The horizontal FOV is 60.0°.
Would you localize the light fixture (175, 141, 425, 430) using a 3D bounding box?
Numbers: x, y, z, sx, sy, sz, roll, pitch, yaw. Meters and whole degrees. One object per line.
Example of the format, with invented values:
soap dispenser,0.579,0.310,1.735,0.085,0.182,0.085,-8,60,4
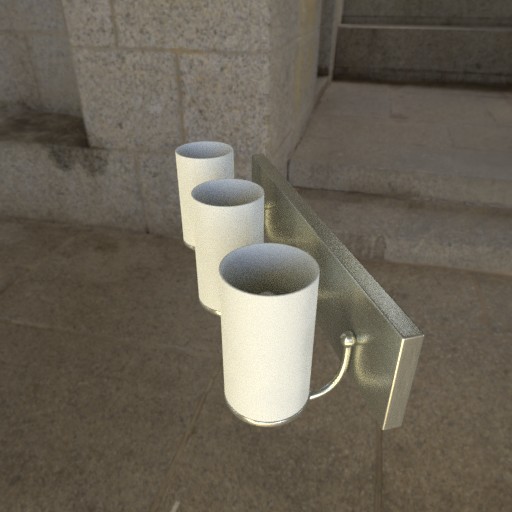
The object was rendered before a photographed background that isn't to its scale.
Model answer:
light fixture,0.000,0.000,0.531,0.145,0.172,0.451,-8,32,-13
